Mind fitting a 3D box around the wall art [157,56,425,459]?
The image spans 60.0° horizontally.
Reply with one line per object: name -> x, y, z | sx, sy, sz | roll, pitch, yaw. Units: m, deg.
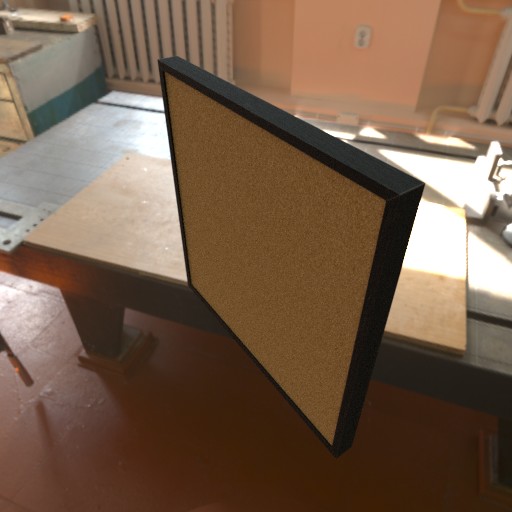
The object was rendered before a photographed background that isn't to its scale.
wall art -> 0.000, 0.000, 0.732 | 0.036, 0.506, 0.506 | -24, 46, -26
